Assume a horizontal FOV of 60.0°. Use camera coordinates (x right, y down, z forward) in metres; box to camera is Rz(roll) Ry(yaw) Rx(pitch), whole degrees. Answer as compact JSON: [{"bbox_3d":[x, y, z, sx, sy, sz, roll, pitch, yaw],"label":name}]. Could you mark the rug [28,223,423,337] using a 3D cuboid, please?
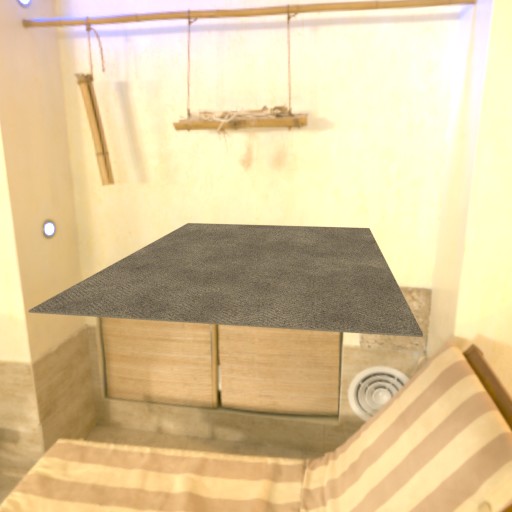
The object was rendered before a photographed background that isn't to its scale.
[{"bbox_3d":[0.000,0.000,2.820,1.600,0.008,2.235,2,14,9],"label":"rug"}]
